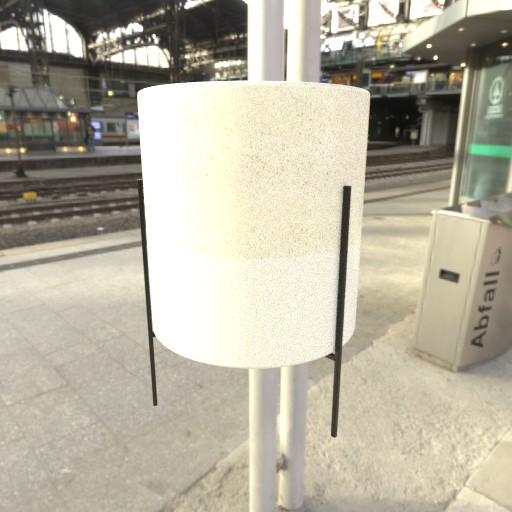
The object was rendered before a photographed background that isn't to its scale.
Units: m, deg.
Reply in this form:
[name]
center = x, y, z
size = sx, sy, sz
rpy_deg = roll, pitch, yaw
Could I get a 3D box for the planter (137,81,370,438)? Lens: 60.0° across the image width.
[planter]
center = 0.000, 0.000, 0.696
size = 0.324, 0.483, 0.333
rpy_deg = -15, 21, -43
